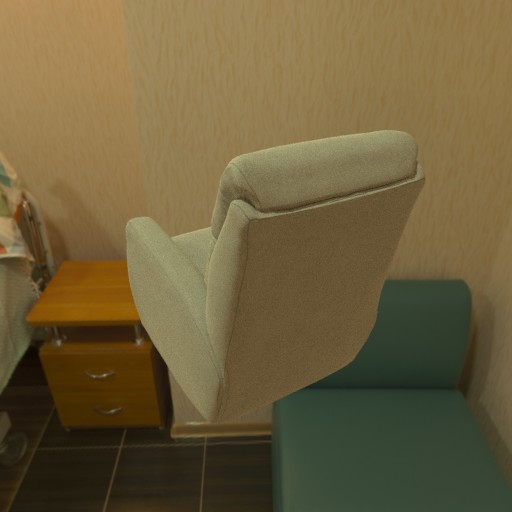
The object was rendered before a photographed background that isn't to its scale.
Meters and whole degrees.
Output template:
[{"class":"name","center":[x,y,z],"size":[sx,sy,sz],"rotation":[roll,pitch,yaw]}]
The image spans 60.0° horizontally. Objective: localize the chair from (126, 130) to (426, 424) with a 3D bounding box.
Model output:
[{"class":"chair","center":[0.000,0.000,1.683],"size":[0.794,1.021,0.940],"rotation":[-16,33,-27]}]
